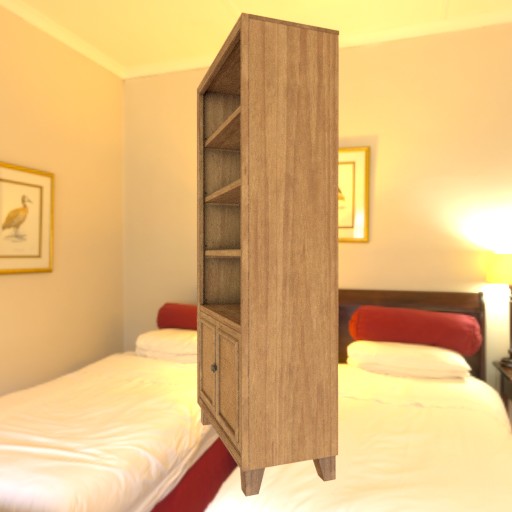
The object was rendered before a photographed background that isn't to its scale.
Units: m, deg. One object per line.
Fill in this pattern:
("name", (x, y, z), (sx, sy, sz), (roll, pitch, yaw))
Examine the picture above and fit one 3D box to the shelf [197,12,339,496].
("shelf", (0.000, 0.000, 2.234), (0.453, 1.930, 0.864), (0, 0, -19))
